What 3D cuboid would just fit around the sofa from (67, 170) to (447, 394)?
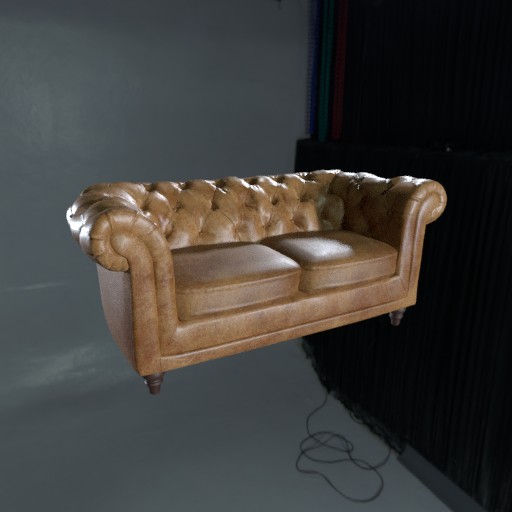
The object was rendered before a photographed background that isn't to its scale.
[{"bbox_3d":[0.000,0.000,2.575,1.979,0.877,1.042,-9,18,-28],"label":"sofa"}]
